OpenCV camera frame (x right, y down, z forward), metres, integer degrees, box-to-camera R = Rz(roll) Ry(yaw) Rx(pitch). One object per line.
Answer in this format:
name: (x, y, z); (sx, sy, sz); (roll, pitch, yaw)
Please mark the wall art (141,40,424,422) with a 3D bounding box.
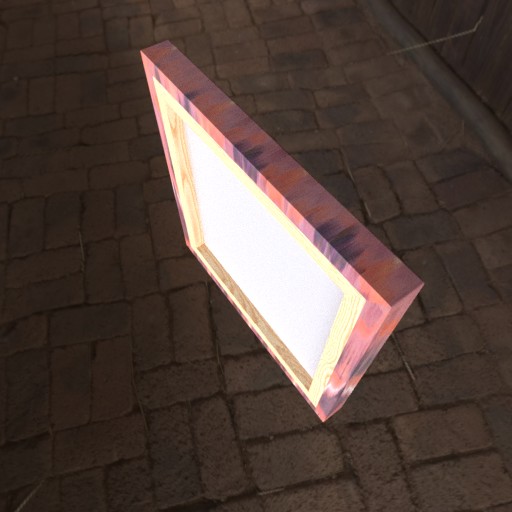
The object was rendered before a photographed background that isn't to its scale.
wall art: (0.000, 0.000, 0.601); (0.038, 0.406, 0.403); (-32, 63, -18)
